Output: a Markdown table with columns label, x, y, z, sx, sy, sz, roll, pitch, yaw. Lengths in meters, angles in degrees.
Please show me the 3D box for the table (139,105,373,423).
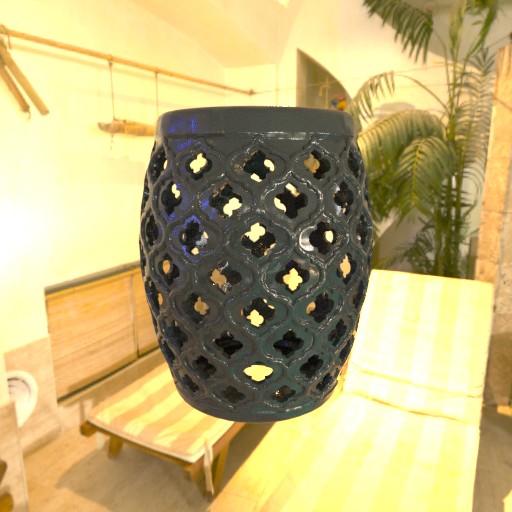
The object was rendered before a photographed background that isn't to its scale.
| label | x | y | z | sx | sy | sz | roll | pitch | yaw |
| --- | --- | --- | --- | --- | --- | --- | --- | --- | --- |
| table | 0.000 | 0.000 | 0.640 | 0.325 | 0.388 | 0.325 | 0 | 13 | 0 |
